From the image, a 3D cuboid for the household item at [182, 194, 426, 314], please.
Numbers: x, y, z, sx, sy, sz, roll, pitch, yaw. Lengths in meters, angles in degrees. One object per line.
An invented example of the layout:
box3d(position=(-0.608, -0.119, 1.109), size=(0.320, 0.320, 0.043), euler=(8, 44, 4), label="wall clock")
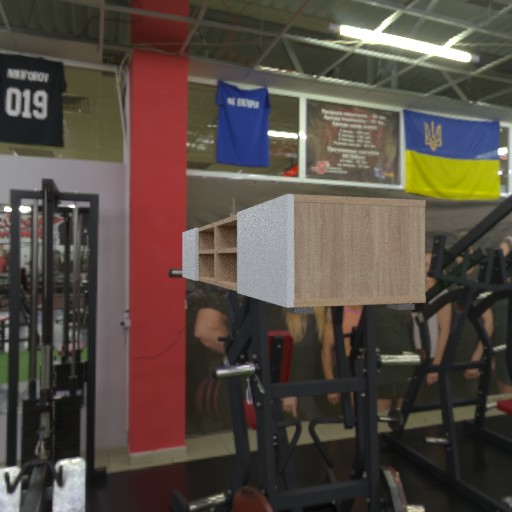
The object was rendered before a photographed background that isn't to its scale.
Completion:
box3d(position=(0.000, 0.000, 2.070), size=(0.420, 0.310, 1.850), euler=(0, 0, -18), label="household item")
